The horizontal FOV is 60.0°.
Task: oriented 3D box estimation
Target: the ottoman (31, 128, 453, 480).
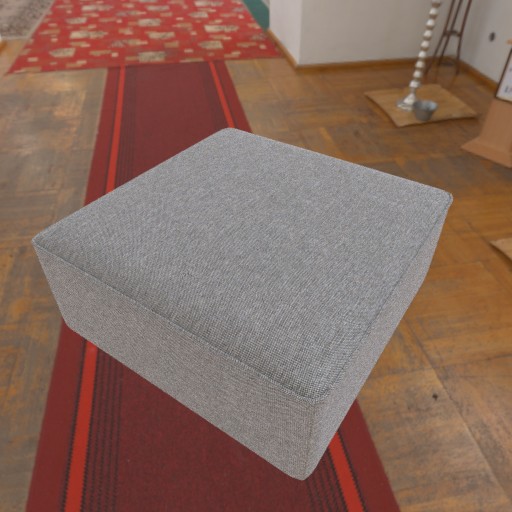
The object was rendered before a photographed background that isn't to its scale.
[{"bbox_3d":[0.000,0.000,1.544,1.005,0.455,1.005,24,45,26],"label":"ottoman"}]
